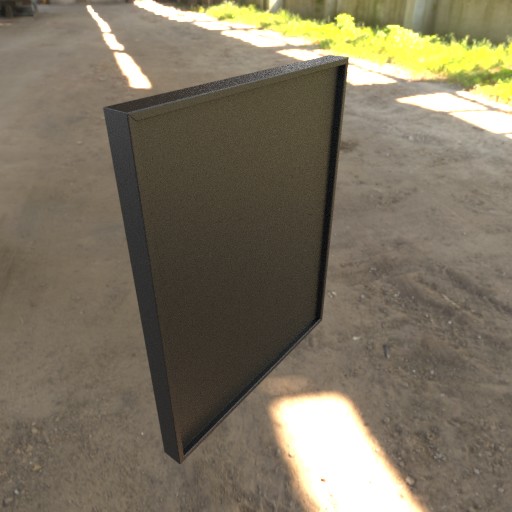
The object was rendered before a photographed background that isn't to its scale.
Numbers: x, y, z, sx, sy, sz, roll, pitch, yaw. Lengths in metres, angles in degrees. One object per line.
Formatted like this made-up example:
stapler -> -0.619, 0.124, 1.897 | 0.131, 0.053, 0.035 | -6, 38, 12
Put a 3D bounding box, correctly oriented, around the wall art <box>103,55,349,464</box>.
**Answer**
wall art -> 0.000, 0.000, 0.726 | 0.039, 0.555, 0.449 | 22, 38, 31
